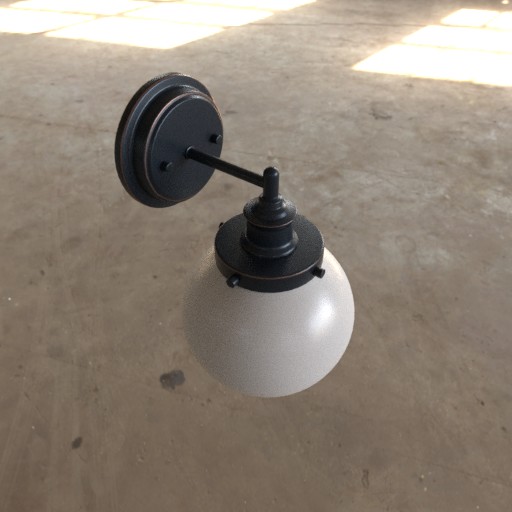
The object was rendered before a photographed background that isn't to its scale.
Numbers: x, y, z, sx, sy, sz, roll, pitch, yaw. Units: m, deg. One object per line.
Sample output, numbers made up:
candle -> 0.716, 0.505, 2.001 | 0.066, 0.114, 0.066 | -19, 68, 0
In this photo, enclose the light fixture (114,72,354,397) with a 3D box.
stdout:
light fixture -> 0.000, 0.000, 0.473 | 0.230, 0.332, 0.197 | 26, 47, 27
